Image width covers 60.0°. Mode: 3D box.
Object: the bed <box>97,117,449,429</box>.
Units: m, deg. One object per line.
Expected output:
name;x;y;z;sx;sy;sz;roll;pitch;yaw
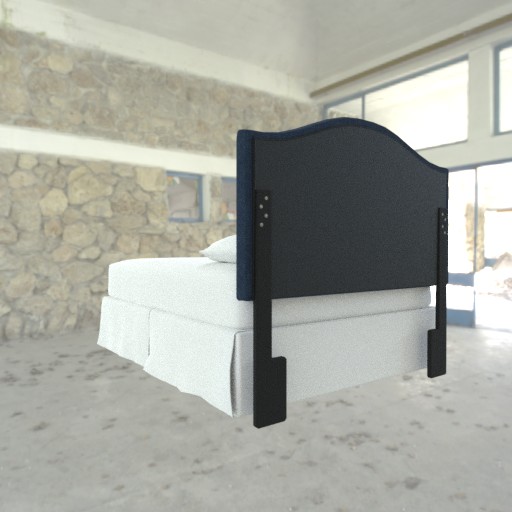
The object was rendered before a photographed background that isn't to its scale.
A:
bed;0.000;0.000;3.294;1.725;1.518;2.153;0;1;-36
